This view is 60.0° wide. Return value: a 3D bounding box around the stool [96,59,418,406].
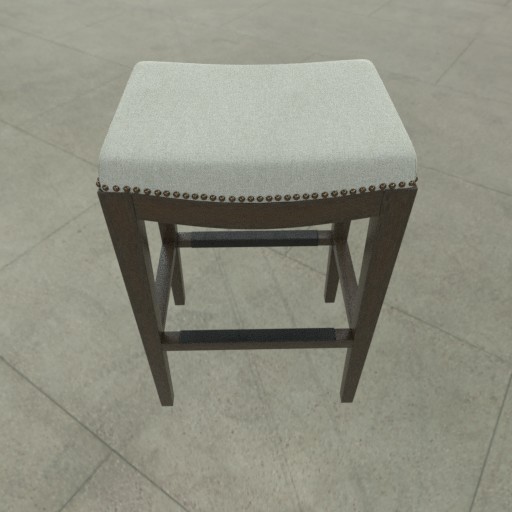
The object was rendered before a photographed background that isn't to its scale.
[{"bbox_3d":[0.000,0.000,1.010,0.498,0.759,0.358,-1,46,-1],"label":"stool"}]
